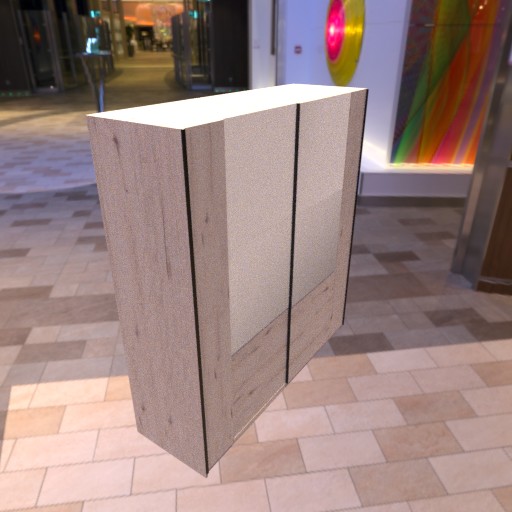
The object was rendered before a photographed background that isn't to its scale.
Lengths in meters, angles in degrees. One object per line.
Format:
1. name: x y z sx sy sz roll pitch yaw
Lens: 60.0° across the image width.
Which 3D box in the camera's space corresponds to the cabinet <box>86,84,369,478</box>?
1. cabinet: 0.000 0.000 3.244 0.660 2.180 2.000 17 31 31
